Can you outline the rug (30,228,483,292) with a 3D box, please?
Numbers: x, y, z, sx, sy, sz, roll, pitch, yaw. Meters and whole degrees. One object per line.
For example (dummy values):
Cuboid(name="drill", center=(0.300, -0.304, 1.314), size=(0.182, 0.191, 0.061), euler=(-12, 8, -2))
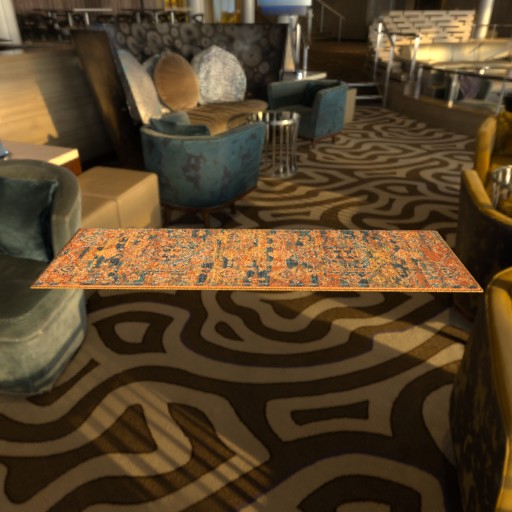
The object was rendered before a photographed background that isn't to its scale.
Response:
Cuboid(name="rug", center=(0.000, 0.000, 2.017), size=(1.820, 0.013, 0.556), euler=(0, 29, 1))
